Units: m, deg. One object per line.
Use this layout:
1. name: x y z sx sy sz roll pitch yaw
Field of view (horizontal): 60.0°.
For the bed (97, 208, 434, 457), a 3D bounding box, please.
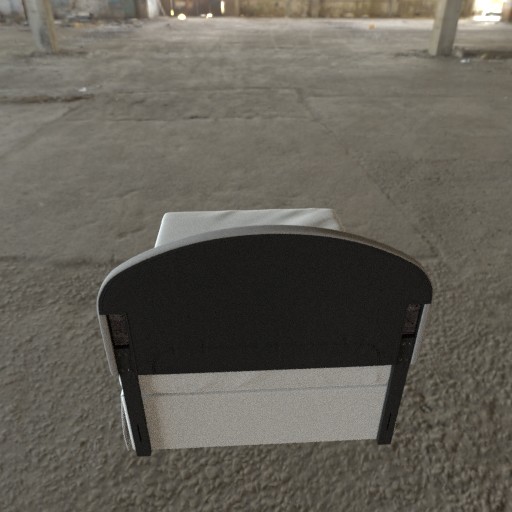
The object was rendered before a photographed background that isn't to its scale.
1. bed: 0.000 0.000 3.019 1.607 1.410 2.005 -2 31 -3
